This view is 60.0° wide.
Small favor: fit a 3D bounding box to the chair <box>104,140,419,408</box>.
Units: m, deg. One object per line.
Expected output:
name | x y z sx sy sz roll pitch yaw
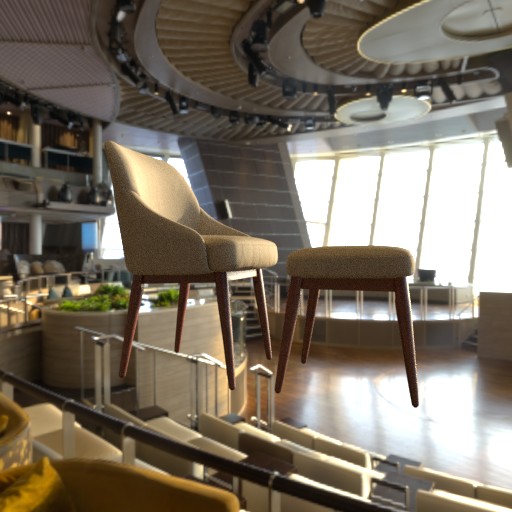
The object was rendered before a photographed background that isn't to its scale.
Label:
chair | 0.000 0.000 1.629 1.114 0.866 0.584 0 1 18
